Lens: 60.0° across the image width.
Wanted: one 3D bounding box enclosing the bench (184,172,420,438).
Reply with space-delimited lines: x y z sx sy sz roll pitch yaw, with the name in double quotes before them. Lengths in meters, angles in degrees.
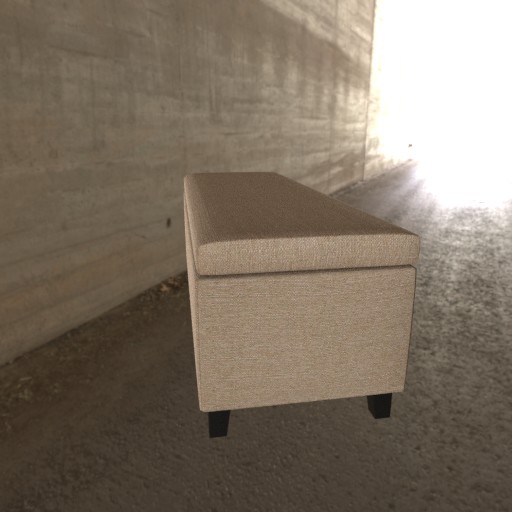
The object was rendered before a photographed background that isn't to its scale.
"bench" 0.000 0.000 1.463 0.446 0.438 1.269 -3 16 -9
